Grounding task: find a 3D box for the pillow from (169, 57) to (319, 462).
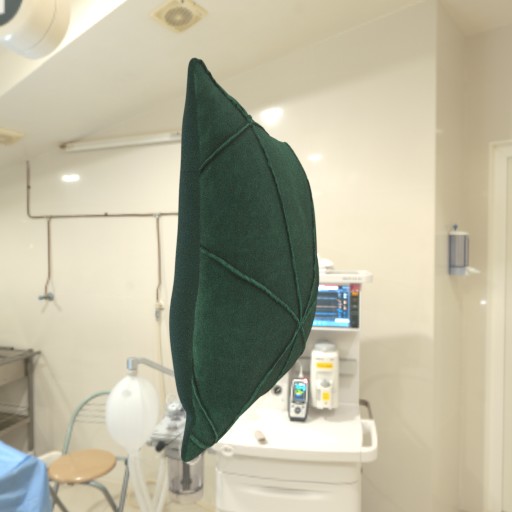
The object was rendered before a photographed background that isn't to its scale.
[{"bbox_3d":[0.000,0.000,0.678,0.184,0.440,0.439,1,2,18],"label":"pillow"}]
